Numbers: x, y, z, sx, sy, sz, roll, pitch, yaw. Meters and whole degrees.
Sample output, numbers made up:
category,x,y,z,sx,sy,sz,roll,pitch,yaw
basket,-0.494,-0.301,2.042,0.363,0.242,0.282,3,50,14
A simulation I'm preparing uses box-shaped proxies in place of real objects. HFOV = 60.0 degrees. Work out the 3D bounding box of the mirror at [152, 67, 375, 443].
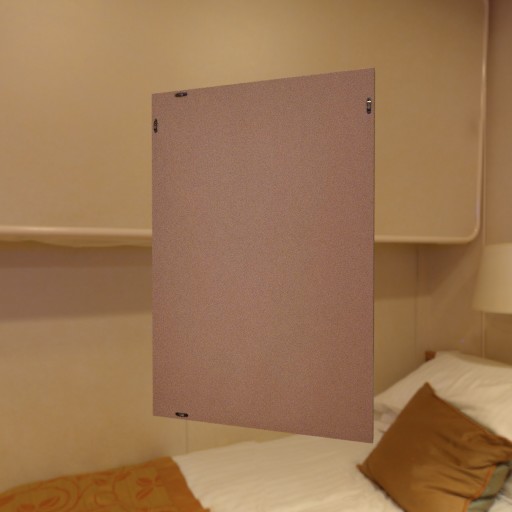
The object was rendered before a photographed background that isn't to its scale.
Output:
category,x,y,z,sx,sy,sz,roll,pitch,yaw
mirror,0.000,0.000,1.183,0.609,0.915,0.040,0,1,17
